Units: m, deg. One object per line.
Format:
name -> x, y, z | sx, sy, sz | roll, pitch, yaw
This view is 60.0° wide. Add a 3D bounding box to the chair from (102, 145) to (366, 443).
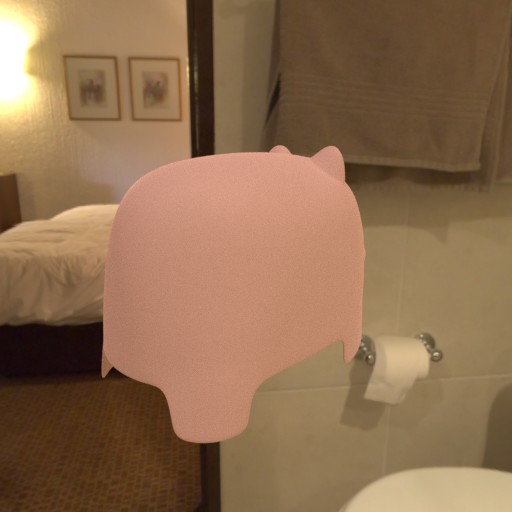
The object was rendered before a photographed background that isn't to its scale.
chair -> 0.000, 0.000, 0.882 | 0.619, 0.423, 0.364 | -14, 20, -43
